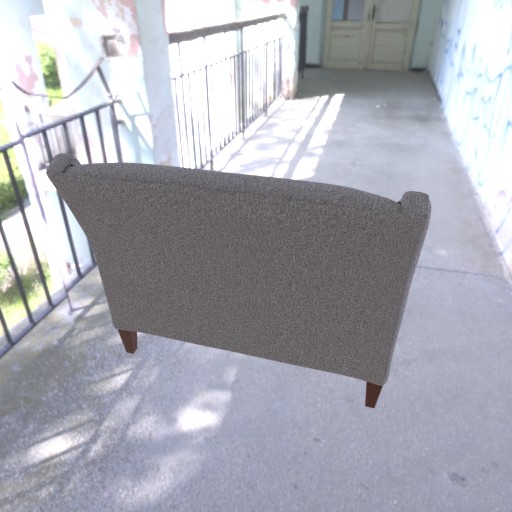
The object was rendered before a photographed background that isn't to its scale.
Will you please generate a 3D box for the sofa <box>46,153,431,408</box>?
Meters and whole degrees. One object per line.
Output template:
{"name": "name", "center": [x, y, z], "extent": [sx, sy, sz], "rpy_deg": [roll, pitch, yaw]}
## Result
{"name": "sofa", "center": [0.000, 0.000, 1.915], "extent": [1.242, 1.026, 0.862], "rpy_deg": [9, 33, 14]}
